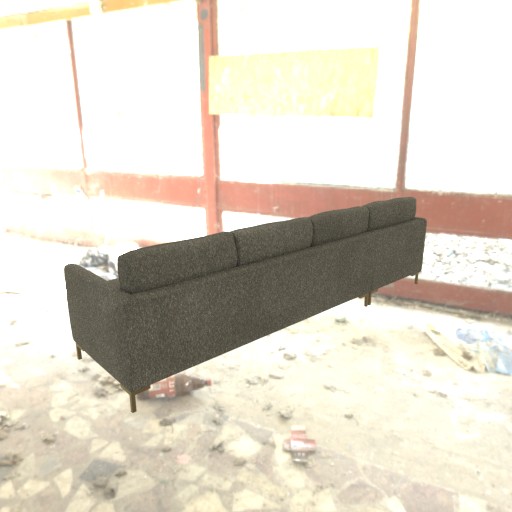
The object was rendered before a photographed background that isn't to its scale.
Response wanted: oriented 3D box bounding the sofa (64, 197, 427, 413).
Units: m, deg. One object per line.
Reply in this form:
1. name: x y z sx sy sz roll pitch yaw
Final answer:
1. sofa: 0.000 0.000 3.509 2.932 0.810 1.350 -14 22 -40
